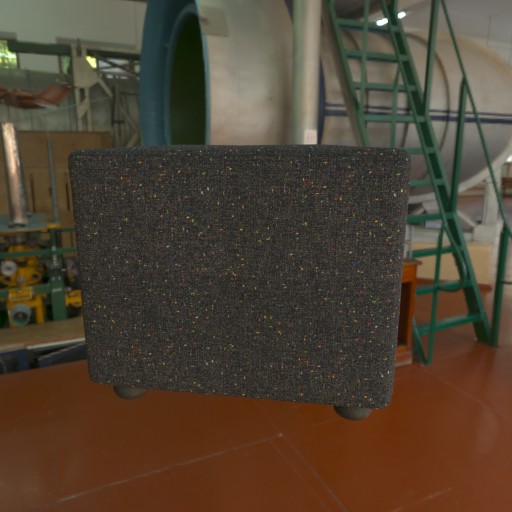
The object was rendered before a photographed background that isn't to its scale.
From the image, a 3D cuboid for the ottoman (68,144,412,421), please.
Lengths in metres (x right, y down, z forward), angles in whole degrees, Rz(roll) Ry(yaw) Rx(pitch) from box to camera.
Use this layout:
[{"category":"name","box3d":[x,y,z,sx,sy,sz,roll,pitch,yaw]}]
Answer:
[{"category":"ottoman","box3d":[0.000,0.000,0.892,0.508,0.432,0.508,2,13,9]}]
